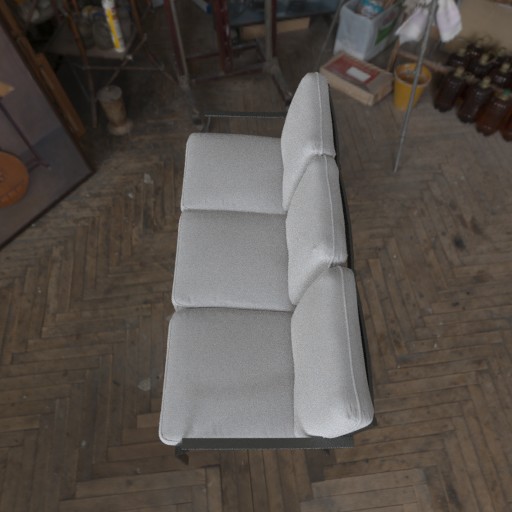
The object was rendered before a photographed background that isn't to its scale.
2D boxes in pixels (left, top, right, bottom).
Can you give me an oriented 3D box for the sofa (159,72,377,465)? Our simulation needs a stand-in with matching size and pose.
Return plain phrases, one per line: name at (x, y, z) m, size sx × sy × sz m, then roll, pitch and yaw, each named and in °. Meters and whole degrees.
sofa at (0.000, 0.000, 2.127) m, size 0.787 × 0.860 × 1.740 m, roll 0°, pitch 59°, yaw 0°
